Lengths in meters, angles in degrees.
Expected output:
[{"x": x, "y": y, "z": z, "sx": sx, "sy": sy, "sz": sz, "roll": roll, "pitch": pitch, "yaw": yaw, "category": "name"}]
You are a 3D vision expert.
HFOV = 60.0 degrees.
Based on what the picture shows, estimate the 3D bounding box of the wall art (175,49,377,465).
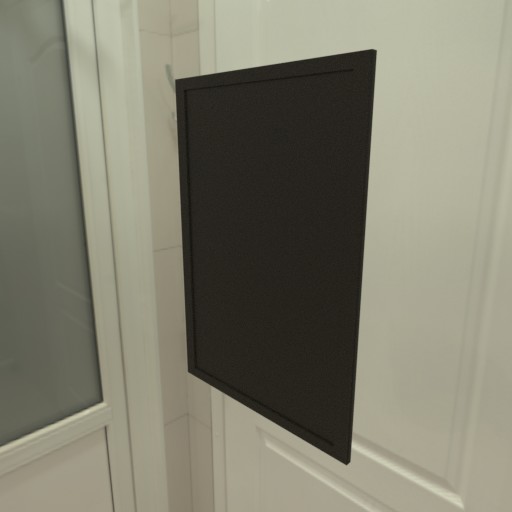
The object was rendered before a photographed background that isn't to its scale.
[{"x": 0.000, "y": 0.000, "z": 0.836, "sx": 0.451, "sy": 0.661, "sz": 0.012, "roll": 14, "pitch": 20, "yaw": 43, "category": "wall art"}]
